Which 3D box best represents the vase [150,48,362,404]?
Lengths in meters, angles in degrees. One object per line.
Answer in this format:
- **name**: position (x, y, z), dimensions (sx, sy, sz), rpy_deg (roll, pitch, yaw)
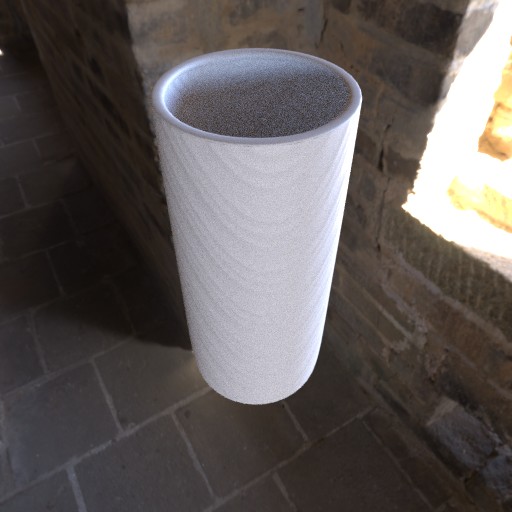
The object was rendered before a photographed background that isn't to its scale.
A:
- **vase**: position (0.000, 0.000, 0.404), dimensions (0.143, 0.316, 0.143), rpy_deg (0, 46, 0)
